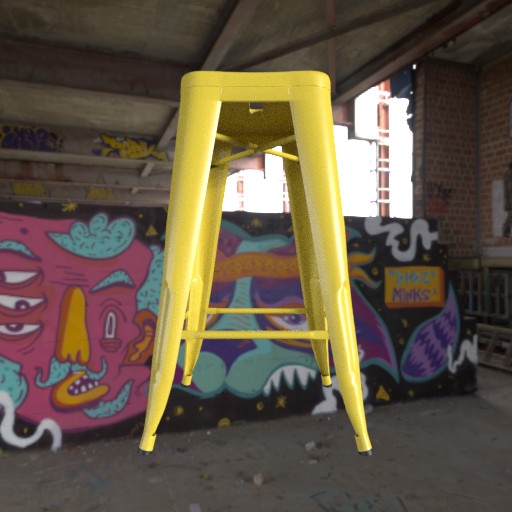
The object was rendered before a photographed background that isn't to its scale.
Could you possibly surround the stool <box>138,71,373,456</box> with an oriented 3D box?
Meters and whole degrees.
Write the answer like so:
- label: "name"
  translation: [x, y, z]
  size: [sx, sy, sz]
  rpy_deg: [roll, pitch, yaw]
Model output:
- label: "stool"
  translation: [0.000, 0.000, 0.865]
  size: [0.359, 0.609, 0.399]
  rpy_deg: [0, -1, 0]
